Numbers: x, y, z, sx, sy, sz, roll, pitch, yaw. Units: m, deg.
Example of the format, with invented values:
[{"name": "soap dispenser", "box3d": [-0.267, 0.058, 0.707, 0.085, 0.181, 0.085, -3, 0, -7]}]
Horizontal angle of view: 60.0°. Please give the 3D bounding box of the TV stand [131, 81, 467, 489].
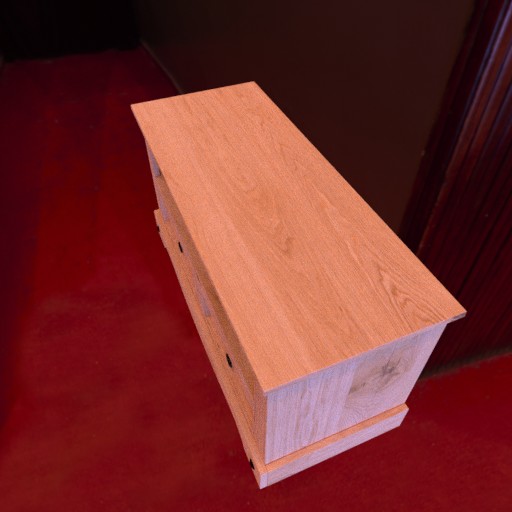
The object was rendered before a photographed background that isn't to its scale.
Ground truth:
[{"name": "TV stand", "box3d": [0.000, 0.000, 1.347, 0.440, 0.550, 1.080, -17, 49, -16]}]
